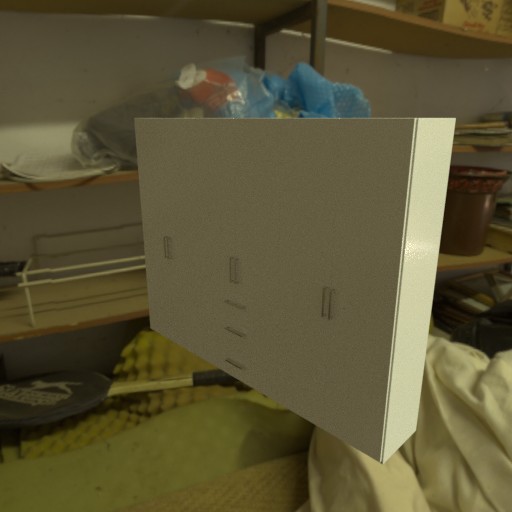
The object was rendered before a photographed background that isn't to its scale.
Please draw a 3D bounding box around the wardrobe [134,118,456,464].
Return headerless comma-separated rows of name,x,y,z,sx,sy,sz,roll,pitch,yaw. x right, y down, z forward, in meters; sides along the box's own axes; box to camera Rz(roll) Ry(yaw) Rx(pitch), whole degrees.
wardrobe,0.000,0.000,3.973,0.580,2.360,3.000,-17,24,-42
